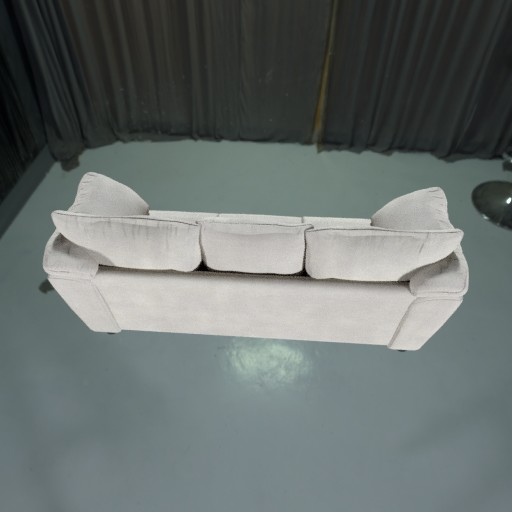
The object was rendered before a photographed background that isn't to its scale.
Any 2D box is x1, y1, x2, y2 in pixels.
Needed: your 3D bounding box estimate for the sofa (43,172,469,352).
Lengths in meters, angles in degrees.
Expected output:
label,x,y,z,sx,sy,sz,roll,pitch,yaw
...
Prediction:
label,x,y,z,sx,sy,sz,roll,pitch,yaw
sofa,0.000,0.000,2.793,2.334,0.996,0.878,3,47,3
